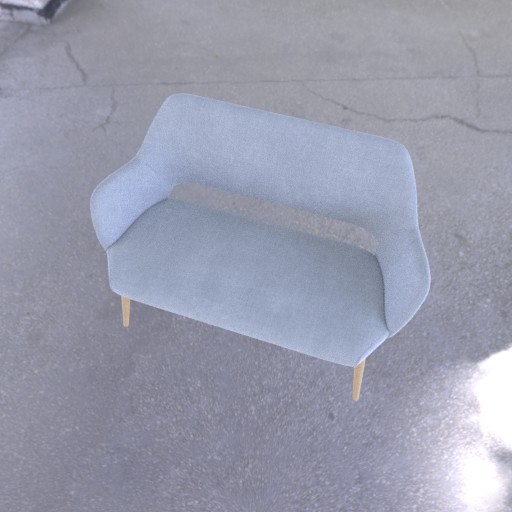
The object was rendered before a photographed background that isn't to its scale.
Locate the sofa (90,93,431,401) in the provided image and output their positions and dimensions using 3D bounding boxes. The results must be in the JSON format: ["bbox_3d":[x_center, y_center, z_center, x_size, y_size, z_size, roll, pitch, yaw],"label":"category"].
[{"bbox_3d":[0.000,0.000,1.643,1.150,0.840,0.610,16,60,9],"label":"sofa"}]
